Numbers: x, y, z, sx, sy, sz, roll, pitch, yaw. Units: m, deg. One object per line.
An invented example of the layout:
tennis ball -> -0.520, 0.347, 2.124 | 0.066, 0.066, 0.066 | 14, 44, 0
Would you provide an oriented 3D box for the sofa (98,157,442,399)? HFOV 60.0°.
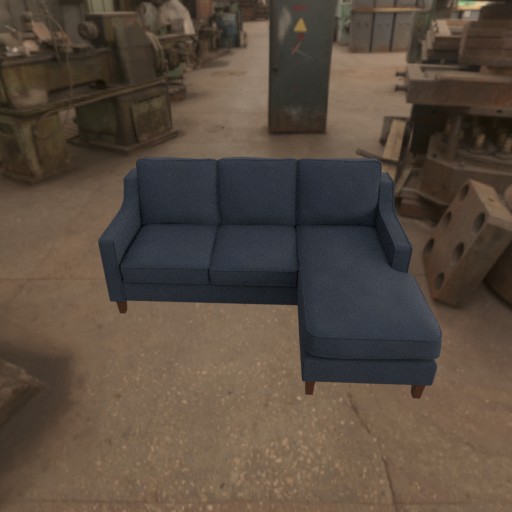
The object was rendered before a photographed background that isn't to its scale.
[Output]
sofa -> 0.000, 0.000, 3.365 | 2.317, 1.066, 1.858 | 1, 31, 2
